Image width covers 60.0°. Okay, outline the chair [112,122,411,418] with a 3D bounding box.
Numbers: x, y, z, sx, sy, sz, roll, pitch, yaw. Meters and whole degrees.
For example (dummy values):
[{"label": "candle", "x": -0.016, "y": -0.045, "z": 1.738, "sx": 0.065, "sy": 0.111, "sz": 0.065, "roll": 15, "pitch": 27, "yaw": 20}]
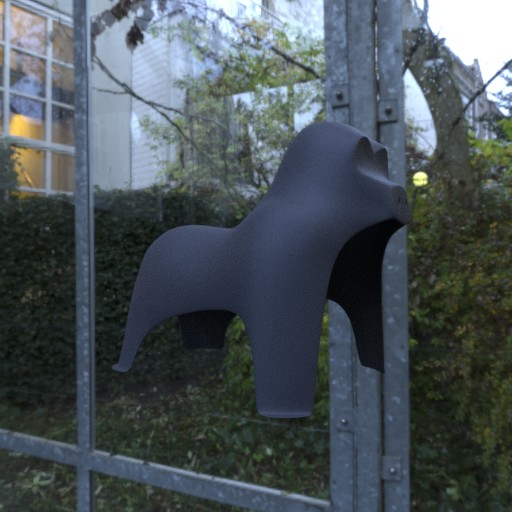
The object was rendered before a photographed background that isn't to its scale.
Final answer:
[{"label": "chair", "x": 0.000, "y": 0.000, "z": 1.131, "sx": 0.758, "sy": 0.600, "sz": 0.490, "roll": -1, "pitch": -1, "yaw": 36}]
